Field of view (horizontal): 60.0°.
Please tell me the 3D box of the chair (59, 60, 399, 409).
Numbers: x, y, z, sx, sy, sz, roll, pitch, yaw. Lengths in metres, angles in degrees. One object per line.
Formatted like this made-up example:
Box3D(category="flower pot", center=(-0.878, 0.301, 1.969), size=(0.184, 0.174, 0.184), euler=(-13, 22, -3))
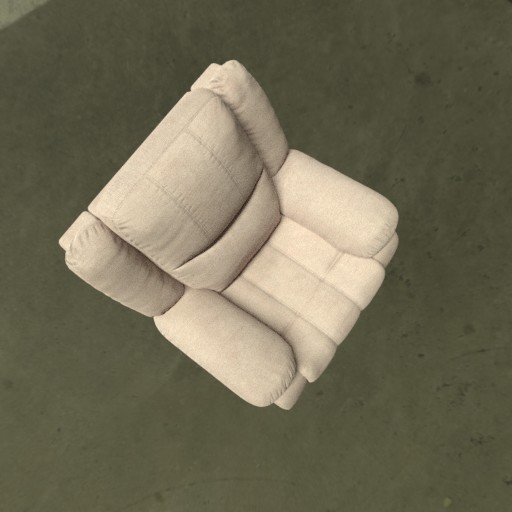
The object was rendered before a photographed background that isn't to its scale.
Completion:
Box3D(category="chair", center=(0.000, 0.000, 1.724), size=(0.944, 1.008, 0.899), euler=(35, 79, 8))
